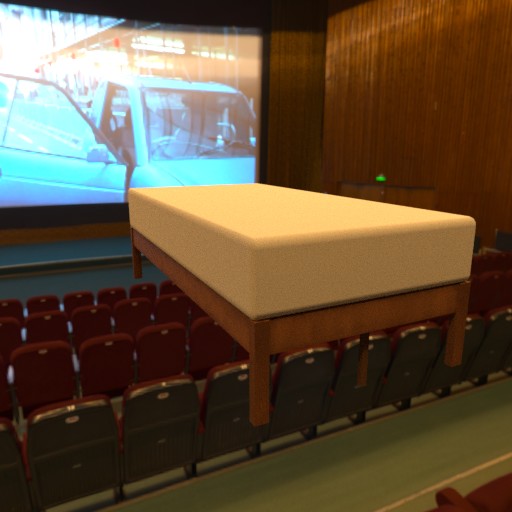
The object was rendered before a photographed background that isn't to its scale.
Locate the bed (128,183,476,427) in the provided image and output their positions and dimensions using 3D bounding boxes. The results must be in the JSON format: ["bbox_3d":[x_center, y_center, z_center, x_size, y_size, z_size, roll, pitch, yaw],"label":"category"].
[{"bbox_3d":[0.000,0.000,2.387,0.961,0.616,1.902,-7,15,-26],"label":"bed"}]
